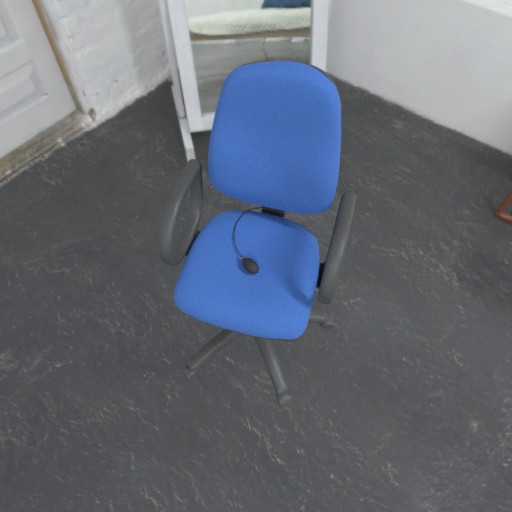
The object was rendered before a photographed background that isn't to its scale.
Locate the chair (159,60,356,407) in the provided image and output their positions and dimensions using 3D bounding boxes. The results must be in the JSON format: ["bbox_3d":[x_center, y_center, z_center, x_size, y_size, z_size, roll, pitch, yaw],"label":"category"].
[{"bbox_3d":[0.000,0.000,1.244,0.552,0.905,0.549,13,58,8],"label":"chair"}]
